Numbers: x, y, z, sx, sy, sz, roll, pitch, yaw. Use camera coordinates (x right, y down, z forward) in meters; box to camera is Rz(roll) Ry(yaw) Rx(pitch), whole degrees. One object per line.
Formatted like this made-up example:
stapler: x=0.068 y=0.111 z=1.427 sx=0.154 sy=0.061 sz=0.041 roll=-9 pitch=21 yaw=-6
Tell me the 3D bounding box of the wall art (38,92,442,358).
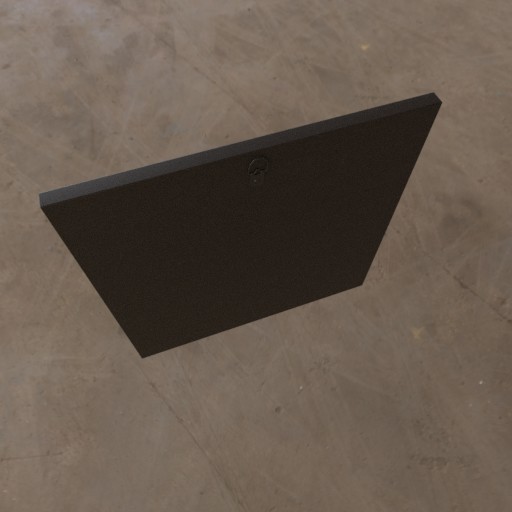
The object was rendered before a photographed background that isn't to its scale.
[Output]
wall art: x=0.000 y=0.000 z=1.189 sx=0.805 sy=0.807 sz=0.043 roll=-17 pitch=60 yaw=-10
